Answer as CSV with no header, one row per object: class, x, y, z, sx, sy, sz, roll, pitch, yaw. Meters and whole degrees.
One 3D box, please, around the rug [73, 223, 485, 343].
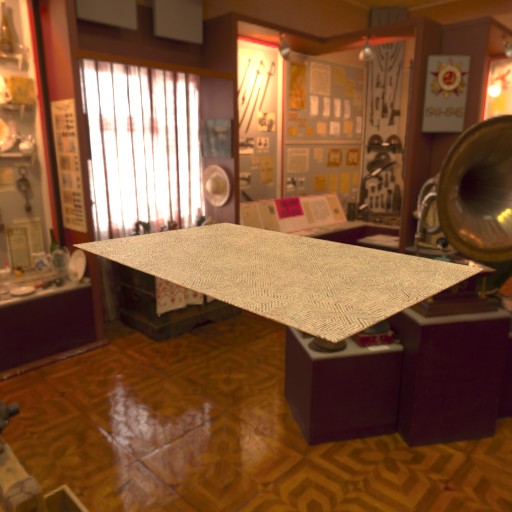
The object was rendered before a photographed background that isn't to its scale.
rug,0.000,0.000,3.023,1.519,0.007,2.428,-13,18,-43
